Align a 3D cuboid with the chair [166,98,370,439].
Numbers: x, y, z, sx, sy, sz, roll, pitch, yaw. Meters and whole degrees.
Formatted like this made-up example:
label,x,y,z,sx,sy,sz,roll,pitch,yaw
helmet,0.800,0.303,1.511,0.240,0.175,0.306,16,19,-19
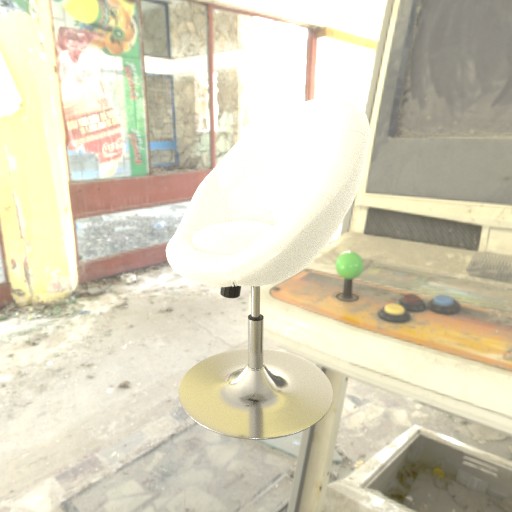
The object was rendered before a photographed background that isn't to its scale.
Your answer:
label,x,y,z,sx,sy,sz,roll,pitch,yaw
chair,0.000,0.000,1.853,0.736,1.261,0.940,-8,18,-25
